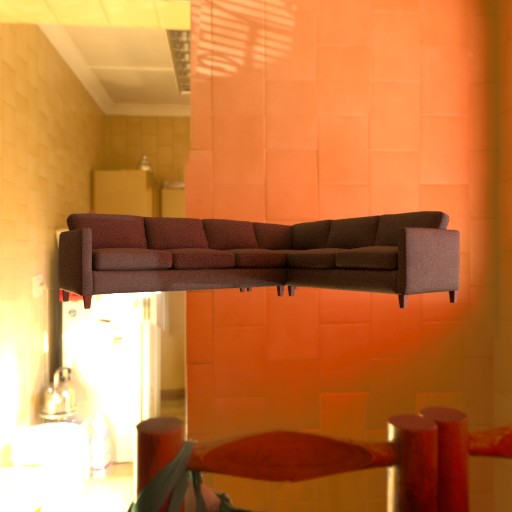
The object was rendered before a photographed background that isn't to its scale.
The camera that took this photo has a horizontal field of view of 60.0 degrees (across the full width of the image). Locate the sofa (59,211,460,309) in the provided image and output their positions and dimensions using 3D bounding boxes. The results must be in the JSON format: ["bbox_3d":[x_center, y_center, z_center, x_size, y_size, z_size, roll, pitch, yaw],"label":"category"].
[{"bbox_3d":[0.000,0.000,4.543,3.302,0.947,2.593,0,0,-36],"label":"sofa"}]
